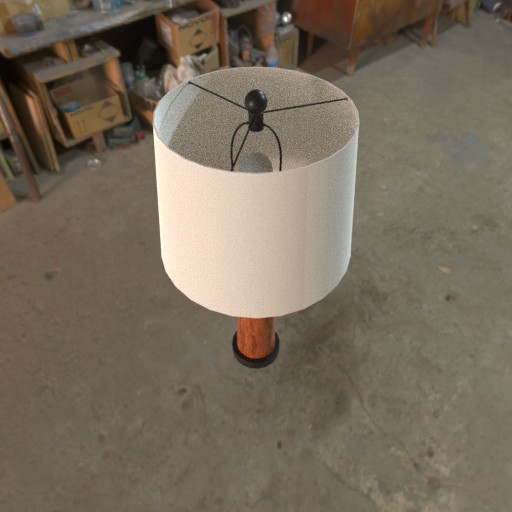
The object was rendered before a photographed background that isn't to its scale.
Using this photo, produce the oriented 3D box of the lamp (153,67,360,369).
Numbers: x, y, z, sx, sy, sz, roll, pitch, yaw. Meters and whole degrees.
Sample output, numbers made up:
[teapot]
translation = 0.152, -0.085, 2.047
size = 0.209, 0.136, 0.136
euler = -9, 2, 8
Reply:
[lamp]
translation = 0.000, 0.000, 0.853
size = 0.349, 0.667, 0.349
euler = 0, 47, 0
